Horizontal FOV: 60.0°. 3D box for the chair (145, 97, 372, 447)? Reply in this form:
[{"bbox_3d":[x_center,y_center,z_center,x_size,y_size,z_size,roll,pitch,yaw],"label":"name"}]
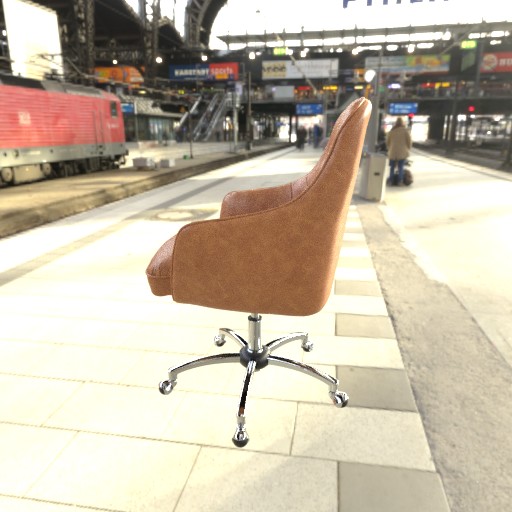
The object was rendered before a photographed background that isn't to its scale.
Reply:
[{"bbox_3d":[0.000,0.000,1.359,0.615,0.909,0.628,2,16,7],"label":"chair"}]
